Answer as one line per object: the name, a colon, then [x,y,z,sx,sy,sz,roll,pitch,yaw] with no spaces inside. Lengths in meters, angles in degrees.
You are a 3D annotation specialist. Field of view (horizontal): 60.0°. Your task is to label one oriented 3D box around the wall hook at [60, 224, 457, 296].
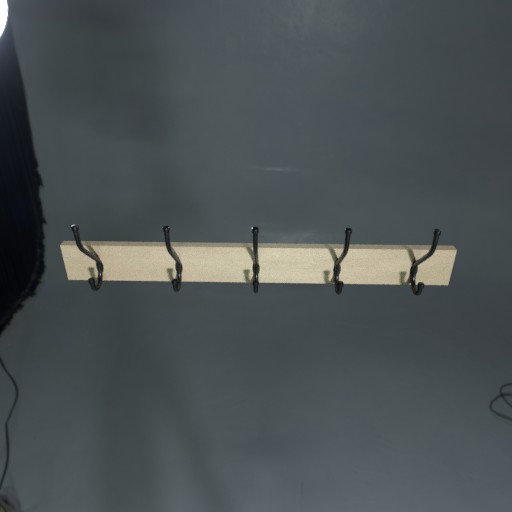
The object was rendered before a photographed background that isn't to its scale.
wall hook: [0.000,0.000,0.620,0.571,0.117,0.071,1,29,1]
